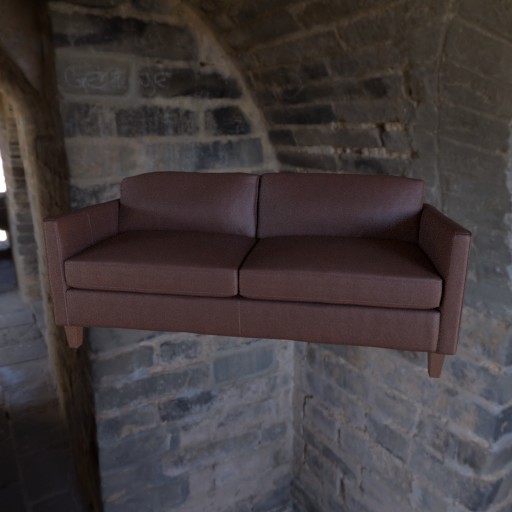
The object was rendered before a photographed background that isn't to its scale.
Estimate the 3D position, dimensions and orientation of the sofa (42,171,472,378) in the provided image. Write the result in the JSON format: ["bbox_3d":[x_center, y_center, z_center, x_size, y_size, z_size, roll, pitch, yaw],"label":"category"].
[{"bbox_3d":[0.000,0.000,2.428,1.971,0.863,0.923,3,15,9],"label":"sofa"}]
